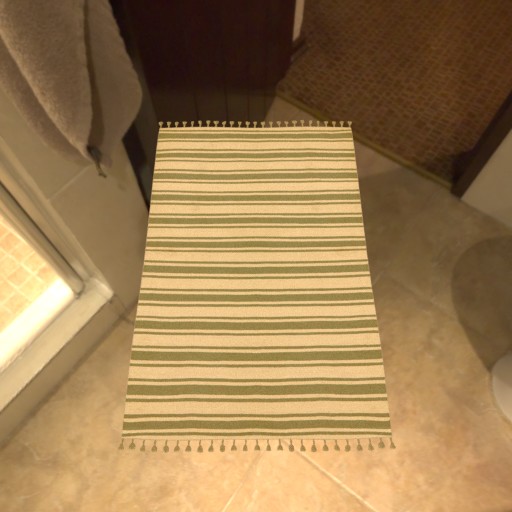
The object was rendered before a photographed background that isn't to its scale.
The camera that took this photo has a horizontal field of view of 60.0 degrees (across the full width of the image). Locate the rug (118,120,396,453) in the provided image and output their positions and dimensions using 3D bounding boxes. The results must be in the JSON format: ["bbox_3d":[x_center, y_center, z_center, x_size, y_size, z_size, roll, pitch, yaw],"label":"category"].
[{"bbox_3d":[0.000,0.000,2.999,1.540,0.018,2.435,0,63,0],"label":"rug"}]
